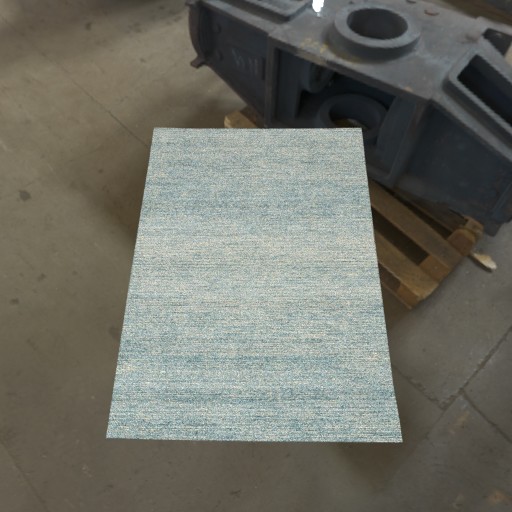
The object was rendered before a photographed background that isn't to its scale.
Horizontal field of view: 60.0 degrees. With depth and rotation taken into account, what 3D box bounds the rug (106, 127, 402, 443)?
[{"bbox_3d":[0.000,0.000,2.914,1.611,0.026,2.260,1,62,0],"label":"rug"}]
